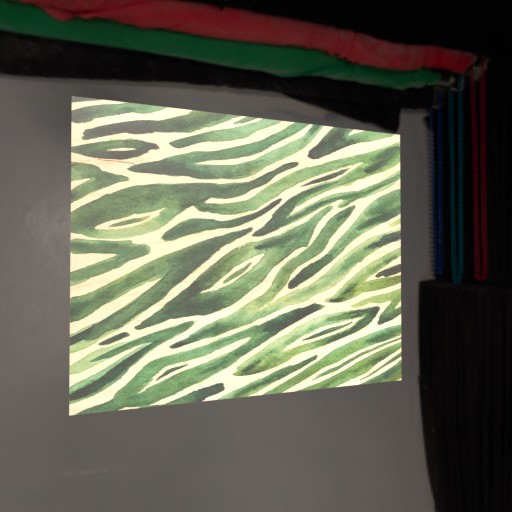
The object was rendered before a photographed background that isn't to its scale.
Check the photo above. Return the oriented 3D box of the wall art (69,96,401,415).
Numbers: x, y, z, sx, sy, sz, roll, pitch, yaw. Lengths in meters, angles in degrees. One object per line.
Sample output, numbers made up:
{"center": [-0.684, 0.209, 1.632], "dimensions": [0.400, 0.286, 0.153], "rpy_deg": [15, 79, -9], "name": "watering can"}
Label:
{"center": [0.000, 0.000, 0.657], "dimensions": [0.508, 0.408, 0.012], "rpy_deg": [0, -1, -20], "name": "wall art"}
